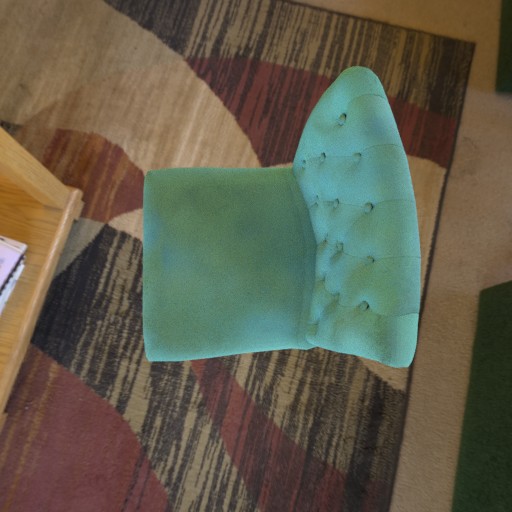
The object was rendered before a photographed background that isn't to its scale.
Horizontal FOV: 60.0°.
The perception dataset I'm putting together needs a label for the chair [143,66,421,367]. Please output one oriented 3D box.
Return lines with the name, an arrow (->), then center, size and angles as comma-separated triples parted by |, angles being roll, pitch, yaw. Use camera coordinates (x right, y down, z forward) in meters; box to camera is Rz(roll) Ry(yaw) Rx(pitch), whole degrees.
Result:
chair -> 0.000, 0.000, 1.159 | 0.605, 0.750, 0.582 | -3, 77, -1
